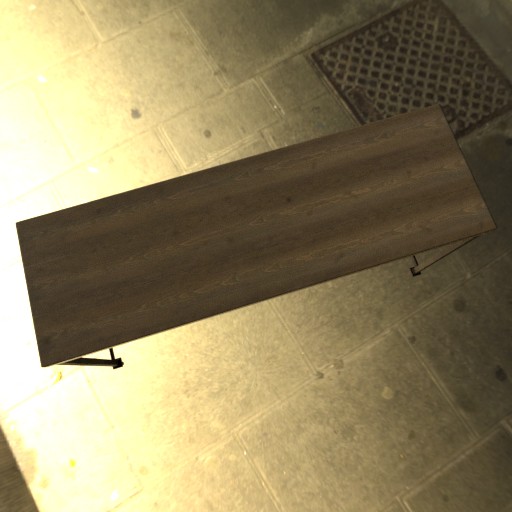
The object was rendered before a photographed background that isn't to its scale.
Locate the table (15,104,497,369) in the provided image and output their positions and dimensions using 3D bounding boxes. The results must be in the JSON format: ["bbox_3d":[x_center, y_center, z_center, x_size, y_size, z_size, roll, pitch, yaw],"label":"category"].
[{"bbox_3d":[0.000,0.000,2.070,1.700,0.902,0.551,-17,76,-4],"label":"table"}]
